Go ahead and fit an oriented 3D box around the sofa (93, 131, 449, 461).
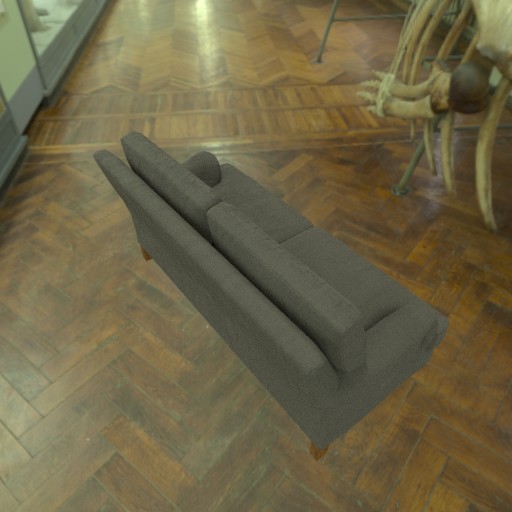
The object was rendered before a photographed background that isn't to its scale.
[{"bbox_3d":[0.000,0.000,2.778,1.086,1.087,2.165,-27,48,-27],"label":"sofa"}]
